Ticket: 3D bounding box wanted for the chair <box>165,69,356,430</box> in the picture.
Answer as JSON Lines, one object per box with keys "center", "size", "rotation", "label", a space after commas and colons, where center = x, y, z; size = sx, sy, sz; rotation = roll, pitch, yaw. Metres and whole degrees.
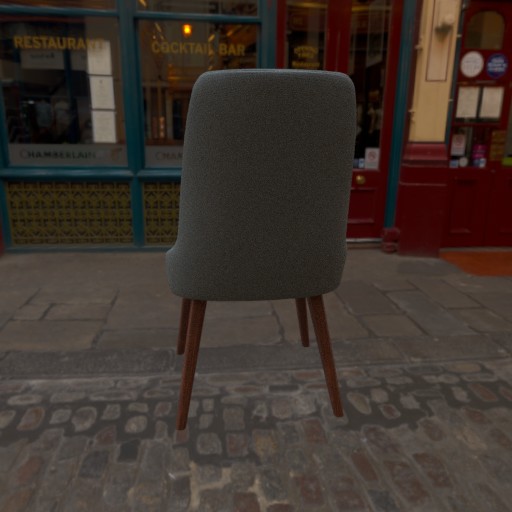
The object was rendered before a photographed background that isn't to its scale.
{"center": [0.000, 0.000, 1.297], "size": [0.535, 0.918, 0.707], "rotation": [-2, 14, -7], "label": "chair"}
